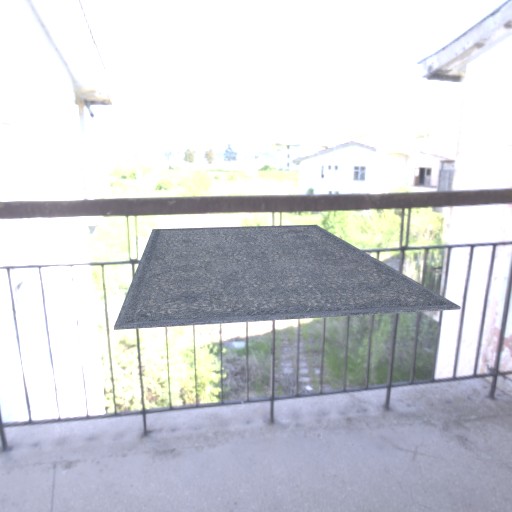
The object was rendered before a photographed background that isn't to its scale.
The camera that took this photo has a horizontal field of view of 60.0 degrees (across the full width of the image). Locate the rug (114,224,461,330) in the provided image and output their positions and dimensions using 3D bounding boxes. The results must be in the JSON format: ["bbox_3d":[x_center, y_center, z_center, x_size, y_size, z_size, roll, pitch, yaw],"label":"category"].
[{"bbox_3d":[0.000,0.000,2.381,1.208,0.012,1.819,-2,14,-9],"label":"rug"}]
